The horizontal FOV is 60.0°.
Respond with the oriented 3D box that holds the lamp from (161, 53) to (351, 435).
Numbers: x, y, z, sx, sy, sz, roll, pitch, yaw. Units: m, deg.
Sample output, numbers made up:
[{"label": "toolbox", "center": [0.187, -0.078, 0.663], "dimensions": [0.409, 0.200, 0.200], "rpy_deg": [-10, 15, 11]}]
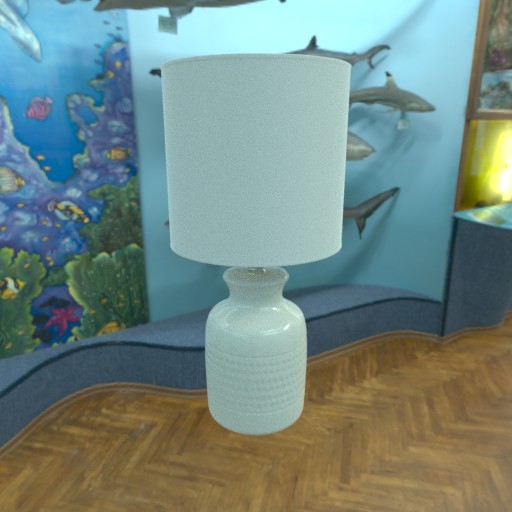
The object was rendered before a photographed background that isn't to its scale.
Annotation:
[{"label": "lamp", "center": [0.000, 0.000, 0.499], "dimensions": [0.188, 0.392, 0.188], "rpy_deg": [-9, 18, -29]}]
